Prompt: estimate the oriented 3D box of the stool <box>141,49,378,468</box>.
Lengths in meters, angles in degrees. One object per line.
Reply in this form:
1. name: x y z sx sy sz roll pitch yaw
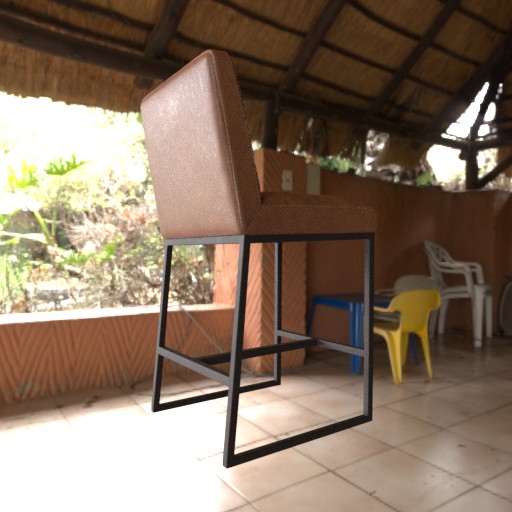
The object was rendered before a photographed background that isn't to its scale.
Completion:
1. stool: 0.000 0.000 1.293 0.556 0.940 0.458 0 1 -35
